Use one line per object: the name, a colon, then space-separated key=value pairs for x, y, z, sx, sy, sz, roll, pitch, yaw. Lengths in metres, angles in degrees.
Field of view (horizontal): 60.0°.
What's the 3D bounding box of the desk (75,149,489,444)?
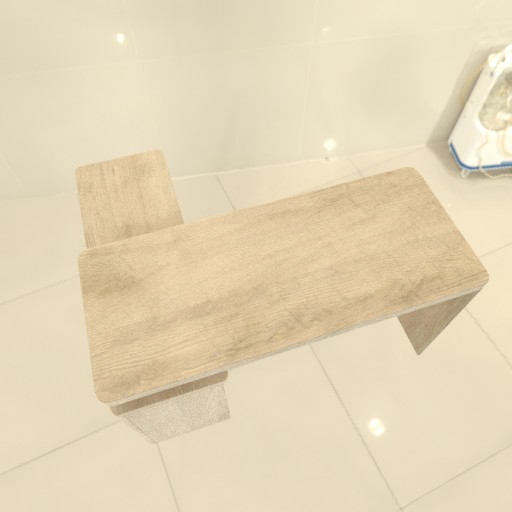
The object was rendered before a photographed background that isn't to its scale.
desk: x=0.000 y=0.000 z=2.080 sx=1.400 sy=0.770 sz=1.175 roll=-15 pitch=60 yaw=-9
